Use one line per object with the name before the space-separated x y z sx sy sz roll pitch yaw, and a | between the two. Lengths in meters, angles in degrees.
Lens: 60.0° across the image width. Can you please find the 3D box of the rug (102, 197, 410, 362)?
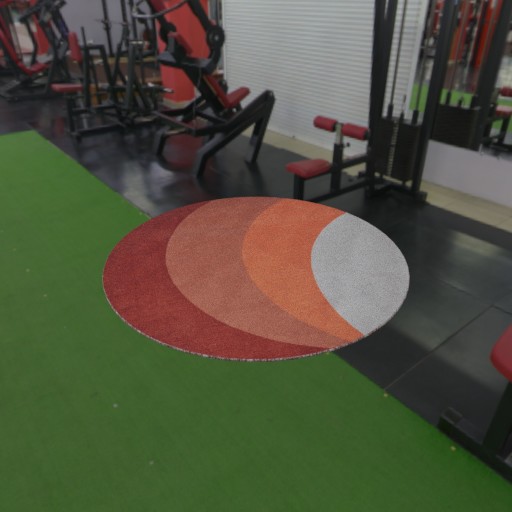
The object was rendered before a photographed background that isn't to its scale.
rug | 0.000 0.000 2.280 1.514 0.015 1.514 0 31 0
